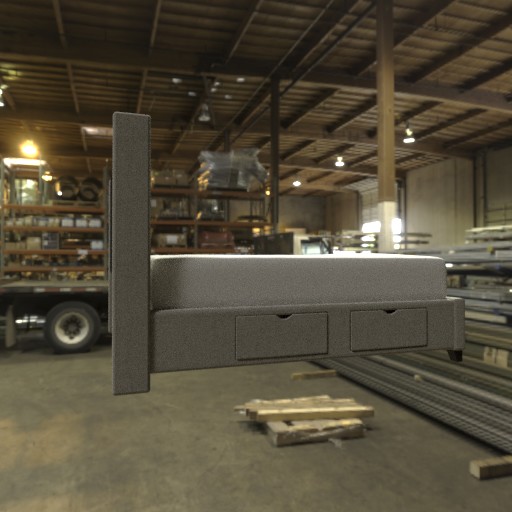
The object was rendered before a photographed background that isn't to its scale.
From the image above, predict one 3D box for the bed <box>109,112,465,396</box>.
[{"bbox_3d":[0.000,0.000,3.641,2.280,1.470,2.140,0,-1,-19],"label":"bed"}]
